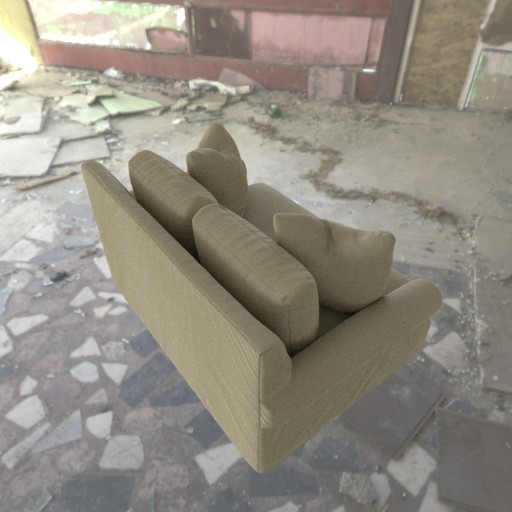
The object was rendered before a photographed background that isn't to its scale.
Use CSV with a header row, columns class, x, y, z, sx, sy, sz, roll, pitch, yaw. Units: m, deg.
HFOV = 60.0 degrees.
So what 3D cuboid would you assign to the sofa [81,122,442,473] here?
class,x,y,z,sx,sy,sz,roll,pitch,yaw
sofa,0.000,0.000,2.167,1.070,0.905,1.550,-26,47,-28
